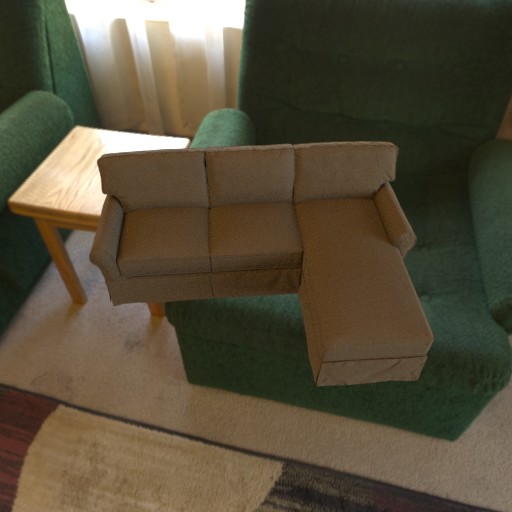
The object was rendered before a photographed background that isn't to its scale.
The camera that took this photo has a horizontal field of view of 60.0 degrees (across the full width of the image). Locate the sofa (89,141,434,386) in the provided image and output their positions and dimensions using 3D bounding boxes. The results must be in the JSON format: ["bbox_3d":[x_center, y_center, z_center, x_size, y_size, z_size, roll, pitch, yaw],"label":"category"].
[{"bbox_3d":[0.000,0.000,3.376,2.475,0.978,1.733,-3,47,-3],"label":"sofa"}]
